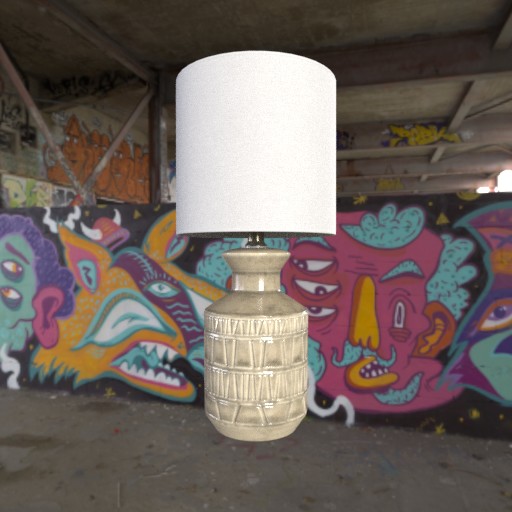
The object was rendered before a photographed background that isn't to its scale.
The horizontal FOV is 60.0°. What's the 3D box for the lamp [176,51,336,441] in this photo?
[{"bbox_3d":[0.000,0.000,0.596,0.211,0.455,0.211,0,0,36],"label":"lamp"}]
